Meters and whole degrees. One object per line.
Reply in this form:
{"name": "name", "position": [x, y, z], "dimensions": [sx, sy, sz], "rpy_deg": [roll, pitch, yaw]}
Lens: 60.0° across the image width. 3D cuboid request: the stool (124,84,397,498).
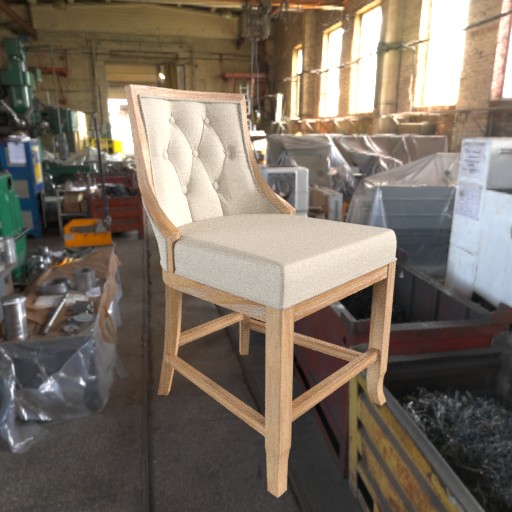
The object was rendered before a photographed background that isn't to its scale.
{"name": "stool", "position": [0.000, 0.000, 1.285], "dimensions": [0.626, 0.938, 0.524], "rpy_deg": [14, 21, 41]}
